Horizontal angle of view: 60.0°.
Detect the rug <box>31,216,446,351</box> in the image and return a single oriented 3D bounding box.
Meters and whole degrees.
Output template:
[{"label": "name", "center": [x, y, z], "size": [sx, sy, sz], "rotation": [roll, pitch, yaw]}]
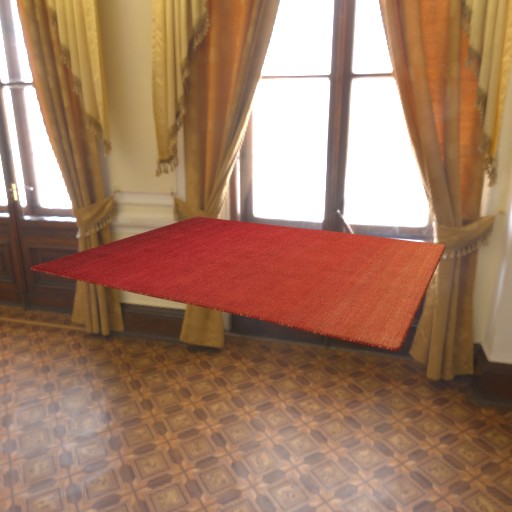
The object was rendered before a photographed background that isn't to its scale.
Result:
[{"label": "rug", "center": [0.000, 0.000, 3.923], "size": [2.905, 0.028, 2.340], "rotation": [9, 19, 27]}]
